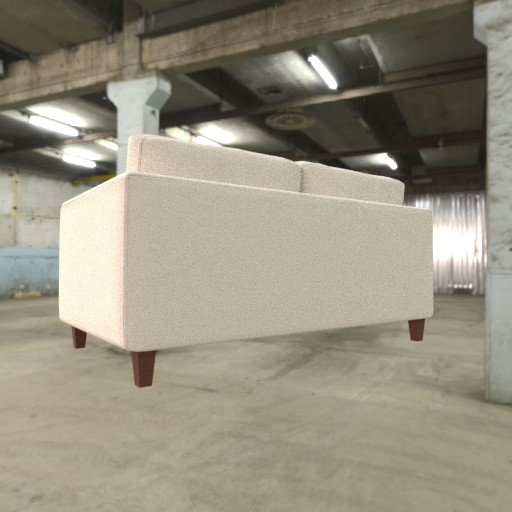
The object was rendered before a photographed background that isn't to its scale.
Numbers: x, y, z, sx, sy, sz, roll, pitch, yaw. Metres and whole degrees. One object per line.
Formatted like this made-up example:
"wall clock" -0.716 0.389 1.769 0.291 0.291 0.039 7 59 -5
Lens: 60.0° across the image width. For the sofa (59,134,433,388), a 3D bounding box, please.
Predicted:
"sofa" 0.000 0.000 2.254 1.702 0.888 0.964 1 -1 -35
